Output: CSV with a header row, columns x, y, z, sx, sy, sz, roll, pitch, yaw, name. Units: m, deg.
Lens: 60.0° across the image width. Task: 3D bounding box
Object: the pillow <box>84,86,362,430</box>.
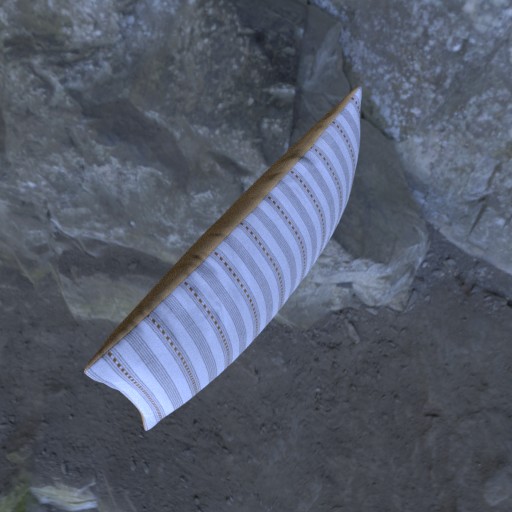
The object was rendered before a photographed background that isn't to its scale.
x,y,z,sx,sy,sz,roll,pitch,yaw,name
0.000,0.000,0.728,0.151,0.291,0.608,32,63,19,pillow
